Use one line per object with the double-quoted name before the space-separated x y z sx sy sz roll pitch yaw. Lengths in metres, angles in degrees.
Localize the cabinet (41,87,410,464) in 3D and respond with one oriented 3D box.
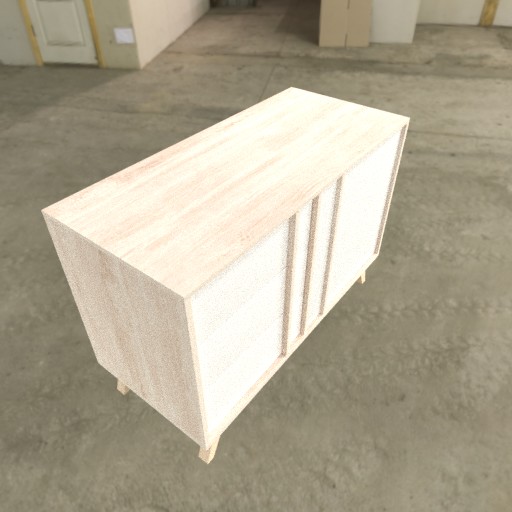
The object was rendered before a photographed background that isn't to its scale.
"cabinet" 0.000 0.000 1.579 0.500 0.780 1.110 27 47 28
